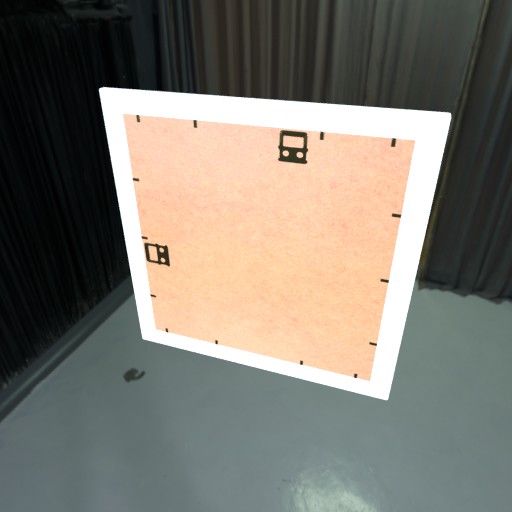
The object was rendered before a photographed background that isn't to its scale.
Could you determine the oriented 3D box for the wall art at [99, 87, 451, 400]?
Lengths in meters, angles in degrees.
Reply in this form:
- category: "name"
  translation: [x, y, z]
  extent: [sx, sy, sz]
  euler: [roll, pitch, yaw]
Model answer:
- category: "wall art"
  translation: [0.000, 0.000, 0.859]
  extent: [0.584, 0.584, 0.013]
  euler: [10, 33, 16]
